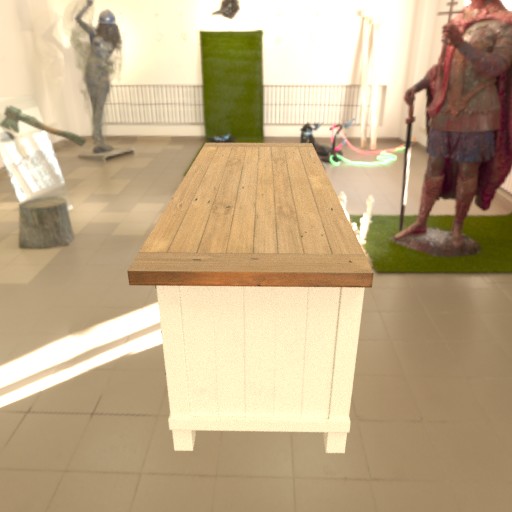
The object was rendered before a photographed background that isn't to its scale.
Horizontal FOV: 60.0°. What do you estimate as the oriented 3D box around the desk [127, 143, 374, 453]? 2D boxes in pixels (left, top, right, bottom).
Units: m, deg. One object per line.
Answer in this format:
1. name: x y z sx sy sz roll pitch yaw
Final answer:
1. desk: 0.000 0.000 2.216 0.688 0.760 1.803 0 25 1
